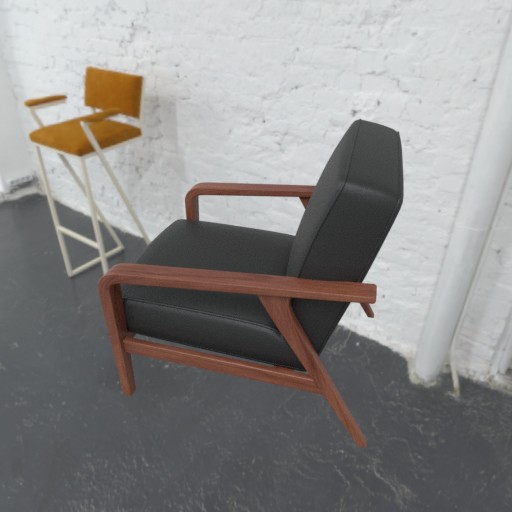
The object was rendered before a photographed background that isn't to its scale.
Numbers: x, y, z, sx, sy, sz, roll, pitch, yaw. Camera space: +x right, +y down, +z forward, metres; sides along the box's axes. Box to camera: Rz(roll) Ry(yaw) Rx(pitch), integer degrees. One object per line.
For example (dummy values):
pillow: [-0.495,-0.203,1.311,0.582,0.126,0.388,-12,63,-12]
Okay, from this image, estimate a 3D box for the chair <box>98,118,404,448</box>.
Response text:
chair: [0.000,0.000,1.534,0.889,0.861,0.719,8,32,13]
